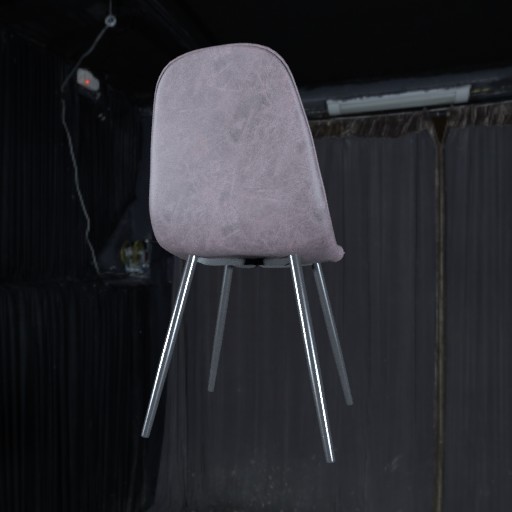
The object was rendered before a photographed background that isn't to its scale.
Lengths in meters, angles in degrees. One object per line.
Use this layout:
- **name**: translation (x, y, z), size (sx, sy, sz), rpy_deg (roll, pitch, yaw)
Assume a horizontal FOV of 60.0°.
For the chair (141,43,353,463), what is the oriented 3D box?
- **chair**: translation (0.000, 0.000, 1.197), size (0.472, 0.889, 0.561), rpy_deg (0, -1, 18)
